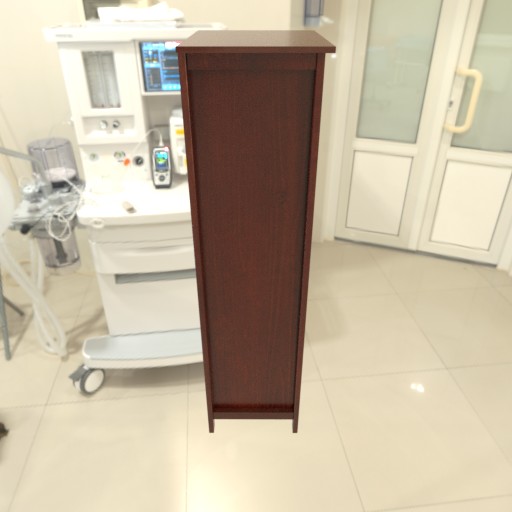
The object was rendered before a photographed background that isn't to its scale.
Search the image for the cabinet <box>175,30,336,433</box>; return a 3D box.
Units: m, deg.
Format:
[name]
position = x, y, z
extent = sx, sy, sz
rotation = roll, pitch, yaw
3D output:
[cabinet]
position = 0.000, 0.000, 1.708
extent = 0.401, 1.518, 0.500
rotation = 0, 31, 0
